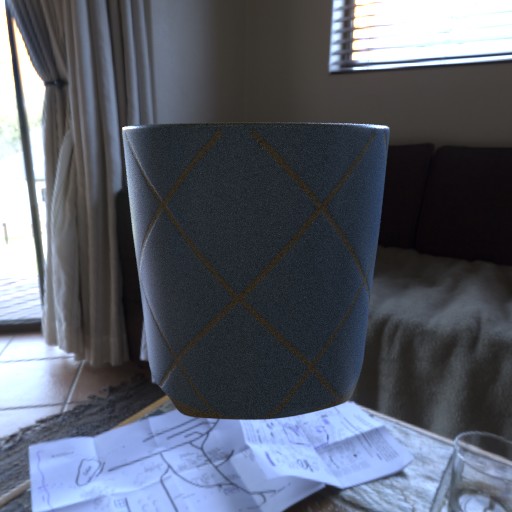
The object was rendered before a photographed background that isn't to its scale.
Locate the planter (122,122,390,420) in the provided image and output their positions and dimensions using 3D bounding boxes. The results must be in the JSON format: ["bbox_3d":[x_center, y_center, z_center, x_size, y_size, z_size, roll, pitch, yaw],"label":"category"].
[{"bbox_3d":[0.000,0.000,0.421,0.227,0.235,0.227,0,15,0],"label":"planter"}]
